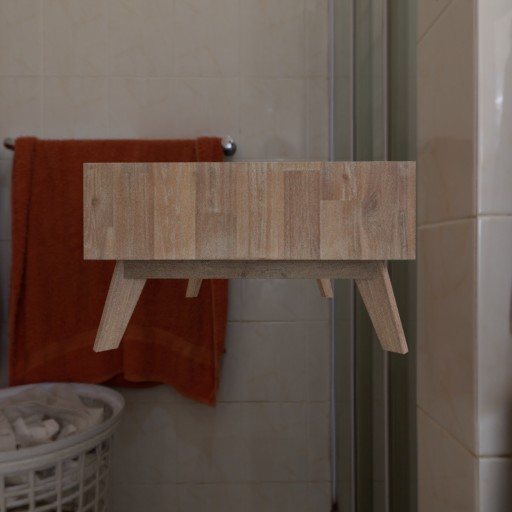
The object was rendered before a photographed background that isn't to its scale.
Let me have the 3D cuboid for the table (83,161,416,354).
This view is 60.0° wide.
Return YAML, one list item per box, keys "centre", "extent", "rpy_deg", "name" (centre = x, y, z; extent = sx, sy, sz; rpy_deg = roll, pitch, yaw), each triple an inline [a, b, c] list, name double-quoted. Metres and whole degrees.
- centre: [0.000, 0.000, 2.018]
  extent: [0.918, 0.531, 1.619]
  rpy_deg: [0, 1, 2]
  name: "table"
